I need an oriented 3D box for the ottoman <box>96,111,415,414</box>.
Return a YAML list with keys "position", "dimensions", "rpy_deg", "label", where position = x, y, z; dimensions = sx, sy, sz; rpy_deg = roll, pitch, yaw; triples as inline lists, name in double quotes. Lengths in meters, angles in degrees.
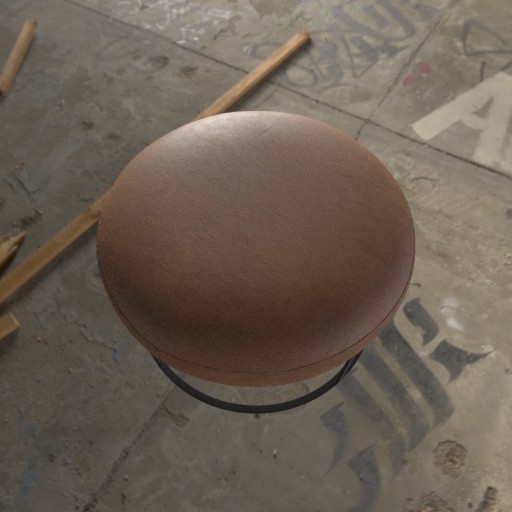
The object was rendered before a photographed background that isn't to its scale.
- position: [0.000, 0.000, 1.215]
  dimensions: [0.771, 0.460, 0.771]
  rpy_deg: [0, 58, 0]
  label: "ottoman"
